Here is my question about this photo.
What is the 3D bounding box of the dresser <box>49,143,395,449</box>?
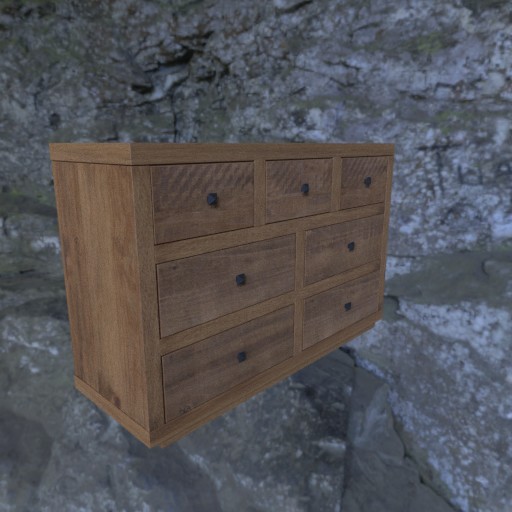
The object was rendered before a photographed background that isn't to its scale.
[{"bbox_3d":[0.000,0.000,1.673,0.479,0.825,1.261,13,19,42],"label":"dresser"}]
